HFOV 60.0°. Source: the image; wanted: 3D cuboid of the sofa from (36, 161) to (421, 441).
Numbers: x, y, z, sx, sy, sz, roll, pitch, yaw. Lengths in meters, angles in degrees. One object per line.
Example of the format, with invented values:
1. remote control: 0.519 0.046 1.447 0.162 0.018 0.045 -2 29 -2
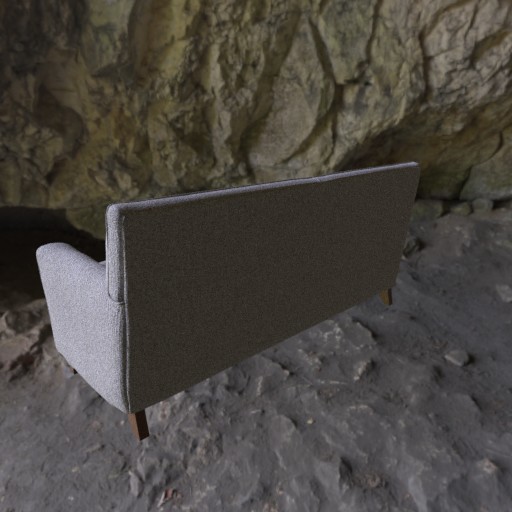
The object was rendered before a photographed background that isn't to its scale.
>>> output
1. sofa: 0.000 0.000 2.430 2.026 0.942 0.854 -16 24 -41
